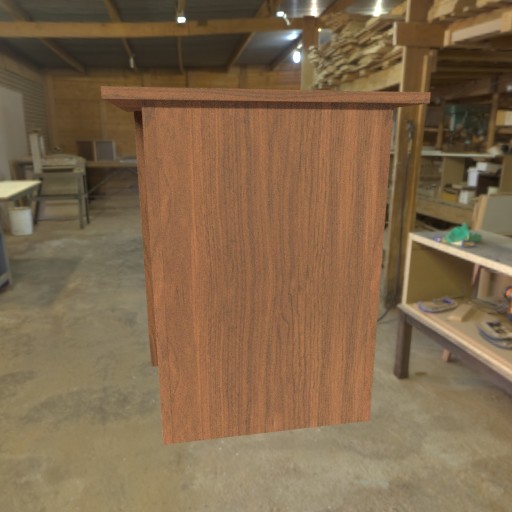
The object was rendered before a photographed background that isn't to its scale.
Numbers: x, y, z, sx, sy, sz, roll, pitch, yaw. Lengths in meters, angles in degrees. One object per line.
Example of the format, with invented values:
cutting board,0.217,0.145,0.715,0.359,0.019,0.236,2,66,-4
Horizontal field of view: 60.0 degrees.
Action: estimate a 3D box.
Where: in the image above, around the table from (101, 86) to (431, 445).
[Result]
table,0.000,0.000,1.062,0.589,0.711,0.406,-3,15,-10
